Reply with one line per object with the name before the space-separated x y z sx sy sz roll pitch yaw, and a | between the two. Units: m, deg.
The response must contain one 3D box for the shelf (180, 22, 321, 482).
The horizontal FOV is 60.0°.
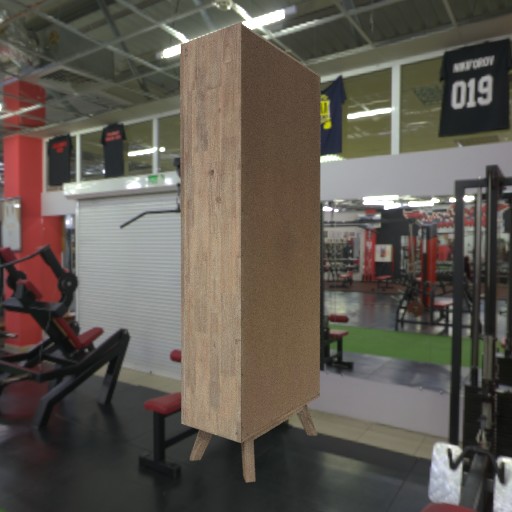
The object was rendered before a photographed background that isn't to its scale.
shelf | 0.000 0.000 1.544 0.267 1.342 0.491 1 2 36
